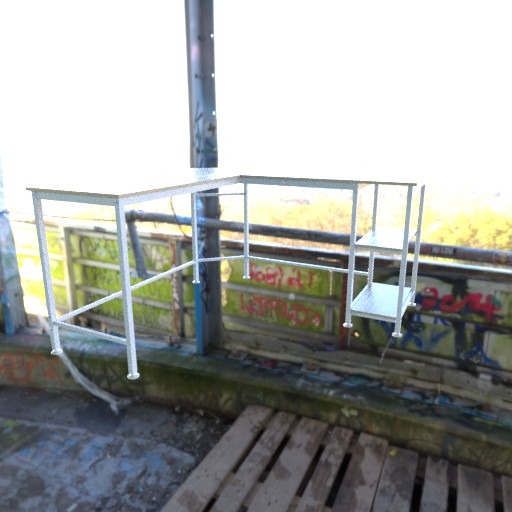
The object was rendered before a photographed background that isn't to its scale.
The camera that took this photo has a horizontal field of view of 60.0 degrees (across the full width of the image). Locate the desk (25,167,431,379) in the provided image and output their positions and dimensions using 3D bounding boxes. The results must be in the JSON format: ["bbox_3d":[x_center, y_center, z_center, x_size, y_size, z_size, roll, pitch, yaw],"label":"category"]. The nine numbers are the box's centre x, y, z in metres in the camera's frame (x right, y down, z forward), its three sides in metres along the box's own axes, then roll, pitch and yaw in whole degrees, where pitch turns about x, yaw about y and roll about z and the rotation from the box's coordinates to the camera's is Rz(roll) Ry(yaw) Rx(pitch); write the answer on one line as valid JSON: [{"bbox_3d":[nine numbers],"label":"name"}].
[{"bbox_3d":[0.000,0.000,2.168,1.379,0.739,1.379,8,17,26],"label":"desk"}]
